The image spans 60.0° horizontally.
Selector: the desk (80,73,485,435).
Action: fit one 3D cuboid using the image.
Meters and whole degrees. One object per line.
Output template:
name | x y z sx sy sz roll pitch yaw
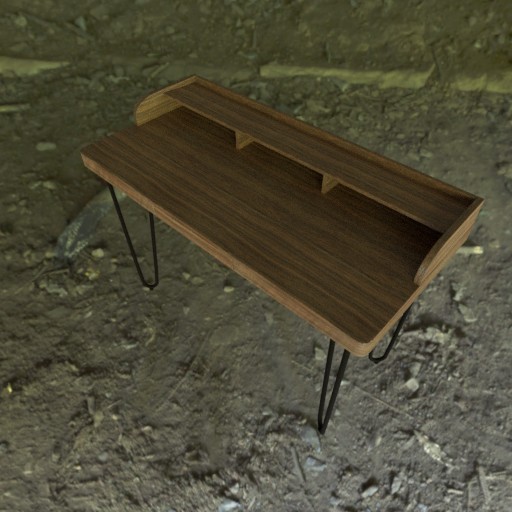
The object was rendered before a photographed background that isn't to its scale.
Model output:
desk | 0.000 0.000 1.664 1.200 0.854 0.565 33 54 28
